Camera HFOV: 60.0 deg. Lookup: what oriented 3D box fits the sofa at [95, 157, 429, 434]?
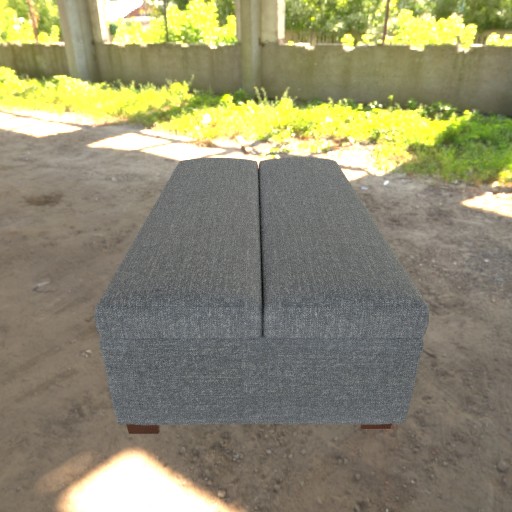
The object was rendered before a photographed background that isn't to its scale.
[{"bbox_3d":[0.000,0.000,1.564,0.782,0.417,1.198,0,27,0],"label":"sofa"}]
